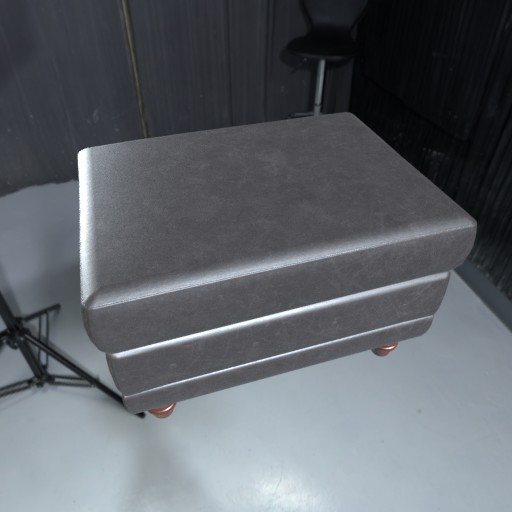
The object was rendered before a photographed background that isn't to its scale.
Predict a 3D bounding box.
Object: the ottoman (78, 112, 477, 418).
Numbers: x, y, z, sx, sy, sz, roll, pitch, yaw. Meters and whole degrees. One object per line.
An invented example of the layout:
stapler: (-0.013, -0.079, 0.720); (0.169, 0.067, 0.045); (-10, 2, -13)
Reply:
ottoman: (0.000, 0.000, 1.158); (0.795, 0.498, 0.590); (-12, 43, -13)
